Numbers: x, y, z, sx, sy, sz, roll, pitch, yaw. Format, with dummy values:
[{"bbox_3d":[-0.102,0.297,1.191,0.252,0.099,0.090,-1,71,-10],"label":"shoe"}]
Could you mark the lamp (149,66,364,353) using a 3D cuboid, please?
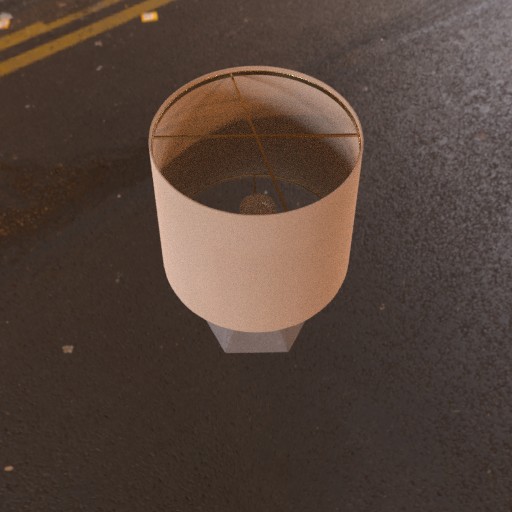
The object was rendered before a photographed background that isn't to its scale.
[{"bbox_3d":[0.000,0.000,0.687,0.276,0.501,0.276,0,58,0],"label":"lamp"}]
